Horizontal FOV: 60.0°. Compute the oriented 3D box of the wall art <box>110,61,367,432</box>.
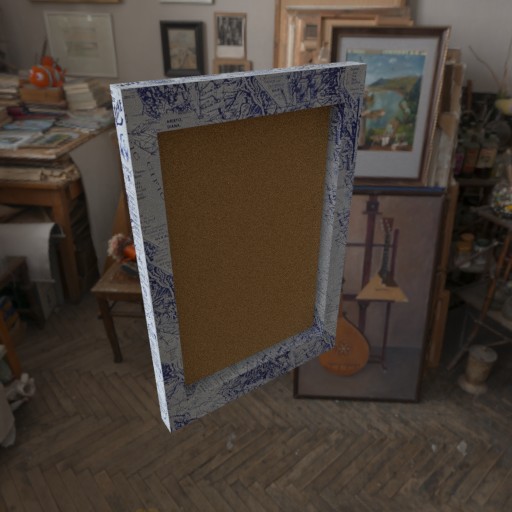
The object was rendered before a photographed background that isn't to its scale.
[{"bbox_3d":[0.000,0.000,0.487,0.255,0.376,0.025,-19,35,-29],"label":"wall art"}]
